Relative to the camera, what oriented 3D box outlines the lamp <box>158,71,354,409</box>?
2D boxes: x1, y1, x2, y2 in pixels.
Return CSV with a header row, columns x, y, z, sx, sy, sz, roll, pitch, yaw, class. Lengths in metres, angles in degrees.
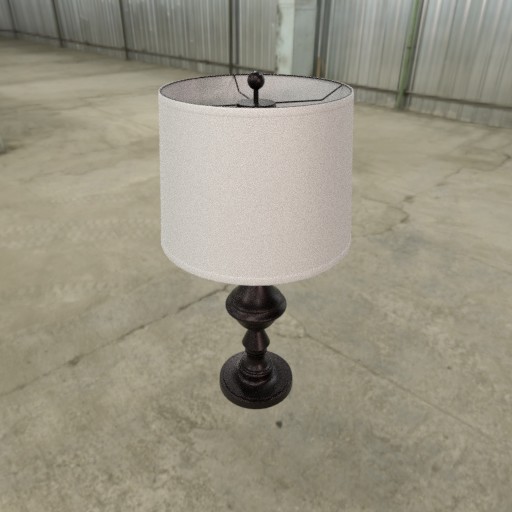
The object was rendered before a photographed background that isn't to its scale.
x,y,z,sx,sy,sz,roll,pitch,yaw,class
0.000,0.000,0.935,0.383,0.726,0.383,0,30,0,lamp
